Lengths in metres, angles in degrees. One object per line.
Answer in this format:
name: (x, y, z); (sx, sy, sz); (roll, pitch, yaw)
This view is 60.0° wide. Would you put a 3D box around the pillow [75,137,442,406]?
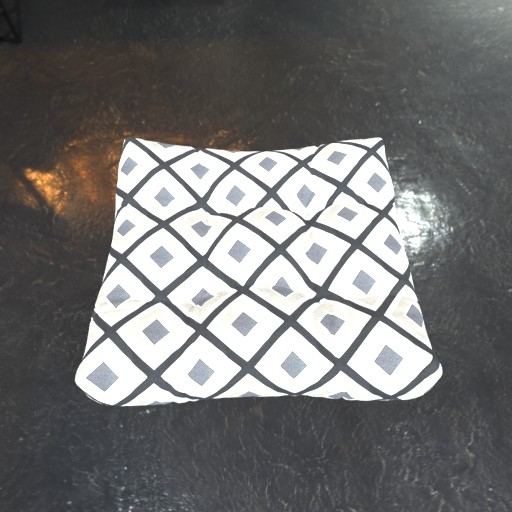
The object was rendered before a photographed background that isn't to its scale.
pillow: (0.000, 0.000, 0.728); (0.490, 0.128, 0.468); (-1, 58, -1)
